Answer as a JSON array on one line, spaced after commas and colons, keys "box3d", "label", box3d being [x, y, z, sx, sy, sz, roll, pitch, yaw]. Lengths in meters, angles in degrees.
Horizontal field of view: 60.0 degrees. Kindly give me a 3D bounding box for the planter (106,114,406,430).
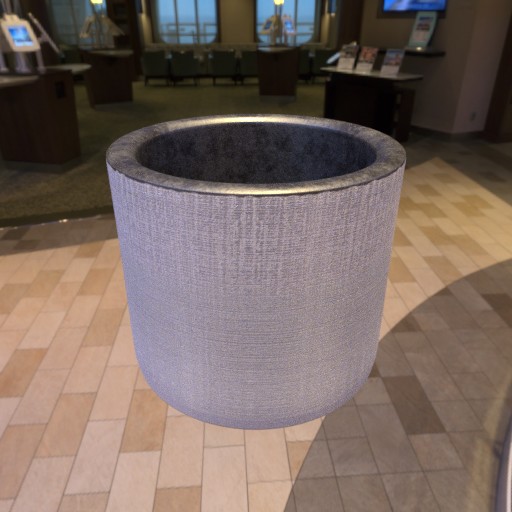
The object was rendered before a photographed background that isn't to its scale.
[{"box3d": [0.000, 0.000, 0.215, 0.125, 0.112, 0.125, 0, 29, 0], "label": "planter"}]
